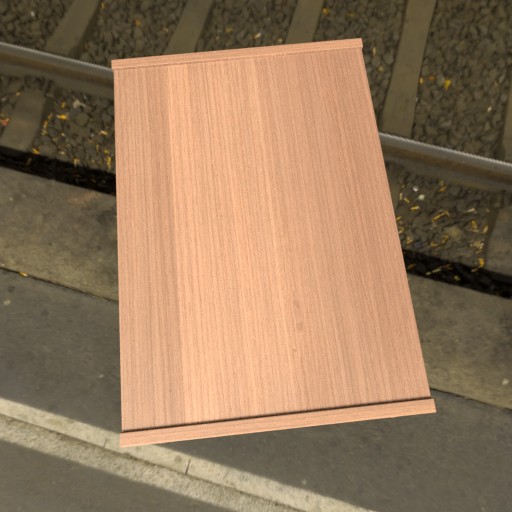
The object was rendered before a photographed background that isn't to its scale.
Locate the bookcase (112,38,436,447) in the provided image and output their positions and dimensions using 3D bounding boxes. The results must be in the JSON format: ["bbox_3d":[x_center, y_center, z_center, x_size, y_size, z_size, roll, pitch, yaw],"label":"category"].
[{"bbox_3d":[0.000,0.000,0.605,0.290,0.305,0.415,-6,75,-2],"label":"bookcase"}]
